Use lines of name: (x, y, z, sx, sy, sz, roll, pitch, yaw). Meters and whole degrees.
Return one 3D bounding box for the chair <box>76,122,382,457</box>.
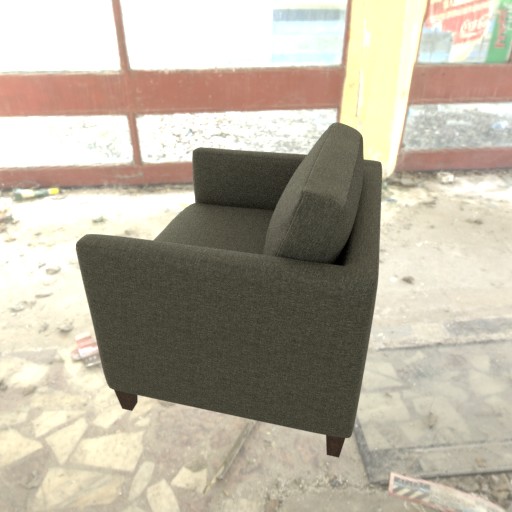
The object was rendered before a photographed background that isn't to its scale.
chair: (0.000, 0.000, 1.854, 0.959, 0.963, 1.107, 7, 31, 12)
